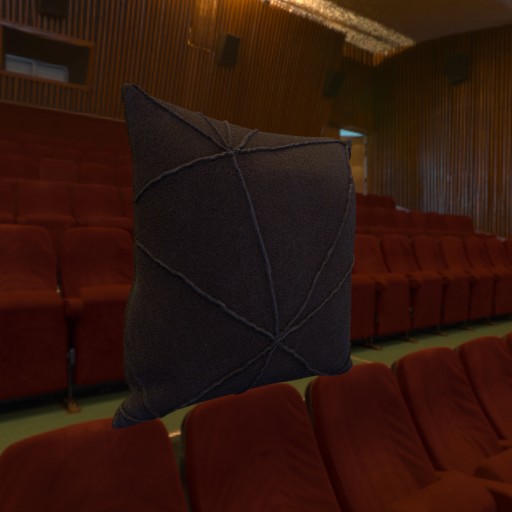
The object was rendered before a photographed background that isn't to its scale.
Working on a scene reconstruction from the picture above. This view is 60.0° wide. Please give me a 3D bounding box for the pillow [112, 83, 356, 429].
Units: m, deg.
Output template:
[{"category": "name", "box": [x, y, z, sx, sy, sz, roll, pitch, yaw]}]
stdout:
[{"category": "pillow", "box": [0.000, 0.000, 0.683, 0.439, 0.440, 0.183, 0, 0, -36]}]
